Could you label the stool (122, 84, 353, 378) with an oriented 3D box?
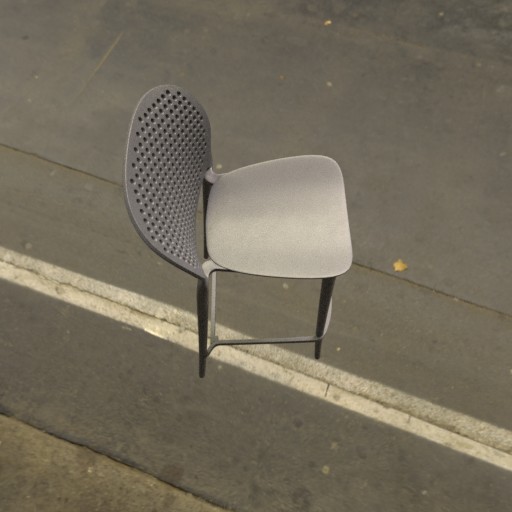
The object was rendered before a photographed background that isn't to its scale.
[{"bbox_3d":[0.000,0.000,1.370,0.535,1.045,0.536,-1,64,0],"label":"stool"}]
